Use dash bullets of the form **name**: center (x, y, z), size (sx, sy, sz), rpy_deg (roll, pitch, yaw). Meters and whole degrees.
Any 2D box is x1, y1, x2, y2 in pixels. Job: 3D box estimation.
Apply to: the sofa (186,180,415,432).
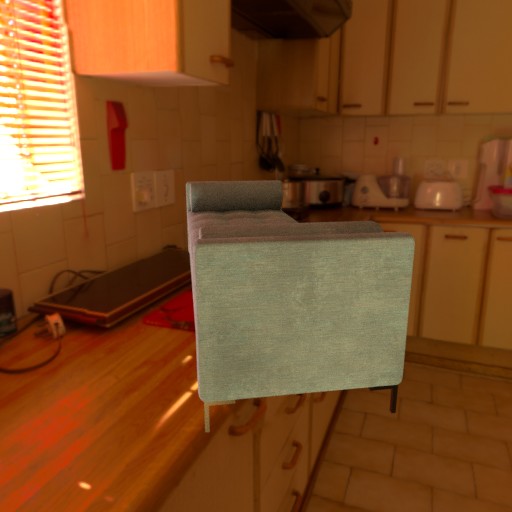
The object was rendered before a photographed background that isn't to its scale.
- **sofa**: center (0.000, 0.000, 2.328), size (0.686, 0.635, 1.981), rpy_deg (-2, 15, -9)
